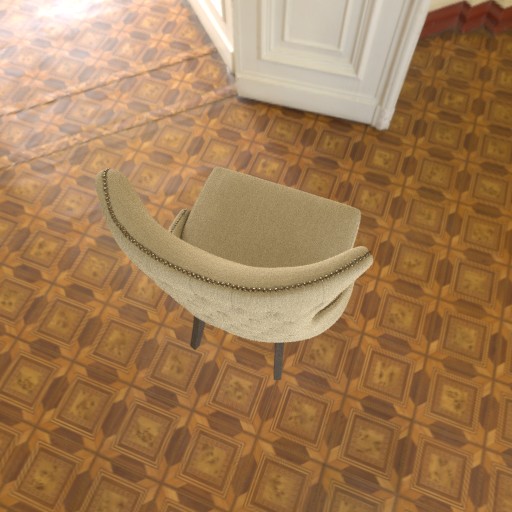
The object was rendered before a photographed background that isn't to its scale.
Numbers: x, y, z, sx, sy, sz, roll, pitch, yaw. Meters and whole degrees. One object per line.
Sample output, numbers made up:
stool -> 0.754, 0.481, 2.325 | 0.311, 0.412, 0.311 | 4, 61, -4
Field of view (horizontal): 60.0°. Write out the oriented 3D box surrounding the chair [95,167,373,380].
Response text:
chair -> 0.000, 0.000, 1.370 | 0.628, 0.967, 0.635 | 18, 65, 9
